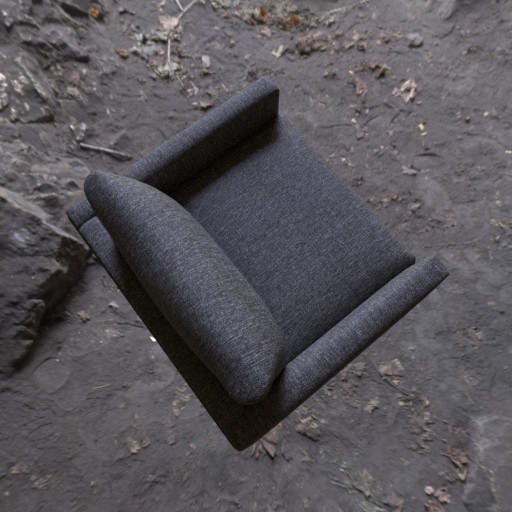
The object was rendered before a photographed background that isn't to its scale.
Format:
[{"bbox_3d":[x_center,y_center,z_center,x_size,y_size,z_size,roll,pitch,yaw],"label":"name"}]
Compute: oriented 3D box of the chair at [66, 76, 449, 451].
[{"bbox_3d":[0.000,0.000,1.595,0.866,0.861,0.963,-37,78,-10],"label":"chair"}]
